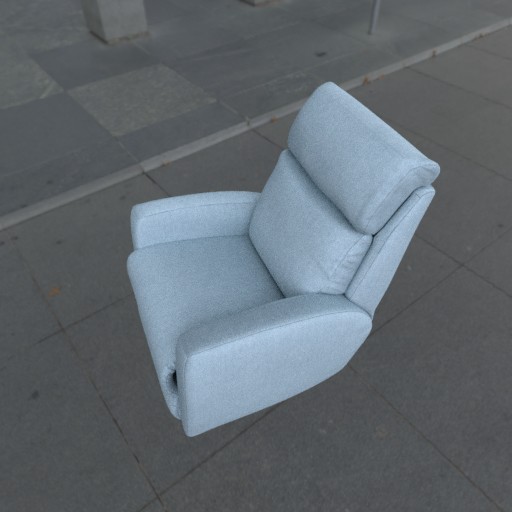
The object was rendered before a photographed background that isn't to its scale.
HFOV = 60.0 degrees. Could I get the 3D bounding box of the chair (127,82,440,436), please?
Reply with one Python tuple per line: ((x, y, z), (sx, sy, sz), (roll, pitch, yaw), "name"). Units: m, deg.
((0.000, 0.000, 1.678), (0.940, 1.013, 0.812), (-17, 48, -16), "chair")
